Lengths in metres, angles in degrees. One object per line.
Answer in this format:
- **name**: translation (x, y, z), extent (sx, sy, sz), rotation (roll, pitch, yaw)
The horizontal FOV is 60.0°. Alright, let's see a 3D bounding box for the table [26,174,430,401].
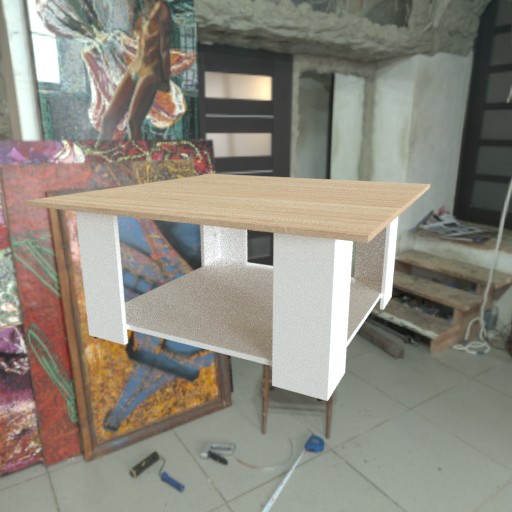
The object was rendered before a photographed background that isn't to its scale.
- **table**: translation (0.000, 0.000, 1.047), extent (0.670, 0.305, 0.670), rotation (8, 17, 26)
